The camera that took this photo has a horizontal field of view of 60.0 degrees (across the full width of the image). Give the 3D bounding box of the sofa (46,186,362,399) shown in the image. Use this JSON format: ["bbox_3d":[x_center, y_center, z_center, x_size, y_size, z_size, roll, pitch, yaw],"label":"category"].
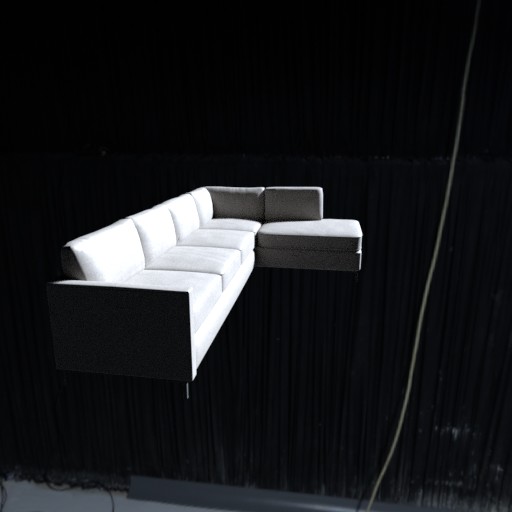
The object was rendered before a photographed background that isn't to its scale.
[{"bbox_3d":[0.000,0.000,4.196,2.077,0.964,3.331,3,16,9],"label":"sofa"}]
